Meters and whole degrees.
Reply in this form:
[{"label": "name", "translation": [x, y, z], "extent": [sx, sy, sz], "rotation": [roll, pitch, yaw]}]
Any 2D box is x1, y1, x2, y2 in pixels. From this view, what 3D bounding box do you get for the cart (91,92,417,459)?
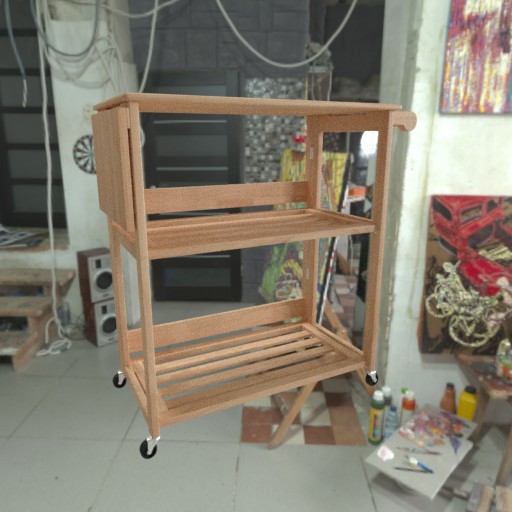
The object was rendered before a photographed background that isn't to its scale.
[{"label": "cart", "translation": [0.000, 0.000, 1.362], "extent": [0.853, 0.879, 0.432], "rotation": [-8, 17, -27]}]
